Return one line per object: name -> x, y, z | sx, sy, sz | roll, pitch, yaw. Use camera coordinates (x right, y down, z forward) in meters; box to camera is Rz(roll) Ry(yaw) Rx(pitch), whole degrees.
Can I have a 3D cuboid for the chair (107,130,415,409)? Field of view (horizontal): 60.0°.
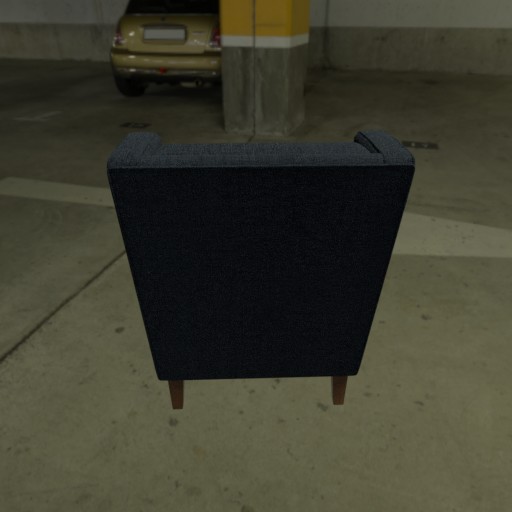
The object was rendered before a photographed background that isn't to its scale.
chair -> 0.000, 0.000, 1.731 | 0.764, 1.072, 0.947 | -1, 29, -2
